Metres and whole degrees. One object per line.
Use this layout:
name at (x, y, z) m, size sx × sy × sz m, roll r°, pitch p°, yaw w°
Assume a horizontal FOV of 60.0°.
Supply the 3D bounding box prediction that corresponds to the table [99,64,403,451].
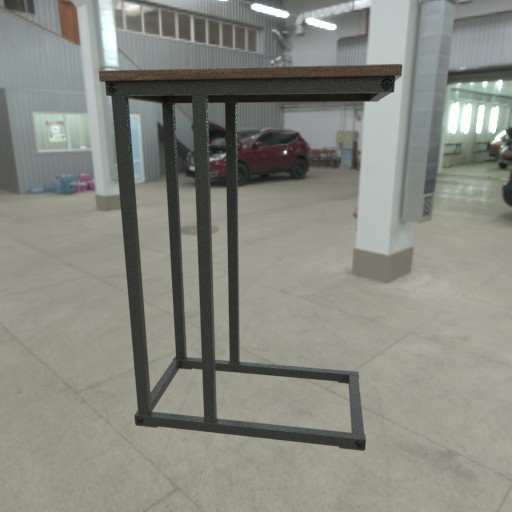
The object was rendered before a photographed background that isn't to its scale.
table at (0.000, 0.000, 0.847) m, size 0.450 × 0.637 × 0.254 m, roll 3°, pitch 16°, yaw 9°
